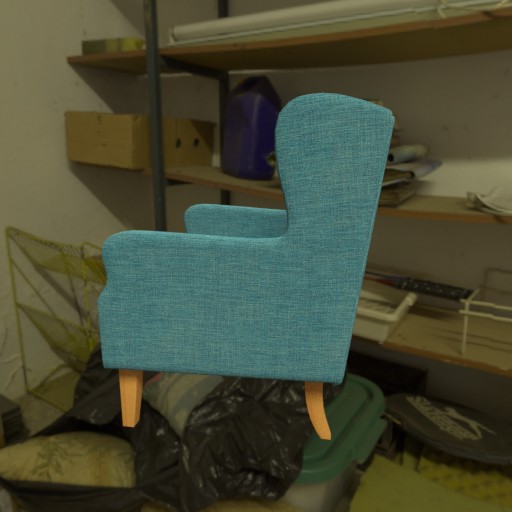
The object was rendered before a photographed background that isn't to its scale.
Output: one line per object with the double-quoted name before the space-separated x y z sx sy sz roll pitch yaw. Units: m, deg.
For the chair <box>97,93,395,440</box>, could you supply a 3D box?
"chair" 0.000 0.000 1.487 0.775 0.952 0.711 2 13 10
